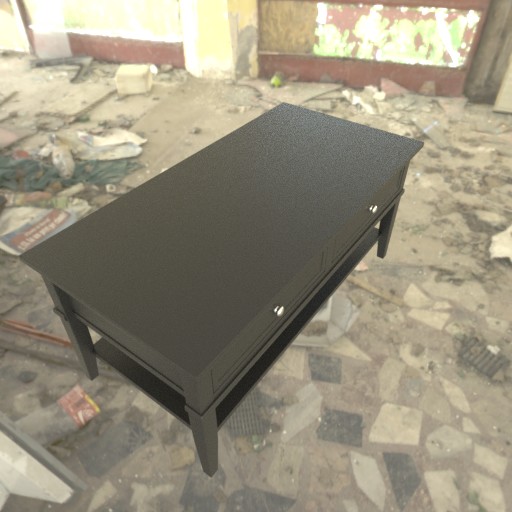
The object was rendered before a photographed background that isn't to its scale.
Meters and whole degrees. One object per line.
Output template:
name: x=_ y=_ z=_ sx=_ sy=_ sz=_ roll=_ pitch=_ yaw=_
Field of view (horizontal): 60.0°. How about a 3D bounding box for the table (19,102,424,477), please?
table: x=0.000 y=0.000 z=1.323 sx=0.523 sy=0.470 sz=1.044 roll=26 pitch=48 yaw=26
